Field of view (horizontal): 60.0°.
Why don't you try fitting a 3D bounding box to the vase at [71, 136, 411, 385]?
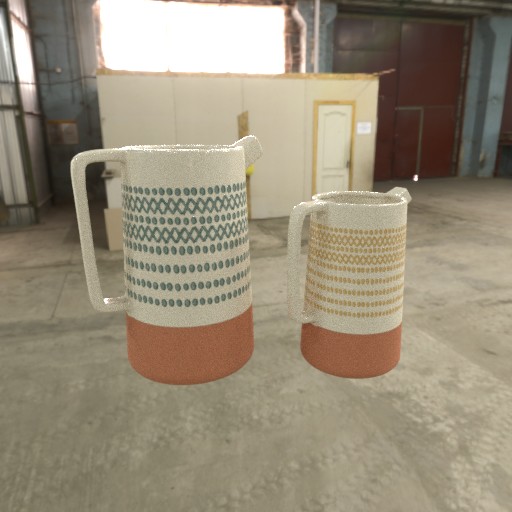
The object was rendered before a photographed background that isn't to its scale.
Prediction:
[{"bbox_3d":[0.000,0.000,0.477,0.326,0.247,0.168,3,16,11],"label":"vase"}]
